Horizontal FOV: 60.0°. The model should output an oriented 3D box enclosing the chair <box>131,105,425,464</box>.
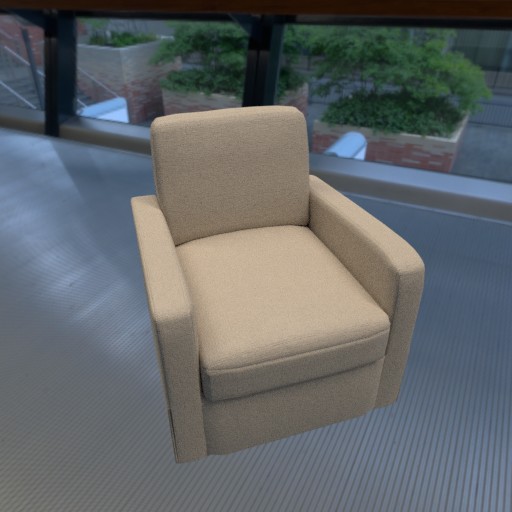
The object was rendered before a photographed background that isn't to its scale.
[{"bbox_3d":[0.000,0.000,1.506,0.755,0.827,0.888,-10,34,-15],"label":"chair"}]
